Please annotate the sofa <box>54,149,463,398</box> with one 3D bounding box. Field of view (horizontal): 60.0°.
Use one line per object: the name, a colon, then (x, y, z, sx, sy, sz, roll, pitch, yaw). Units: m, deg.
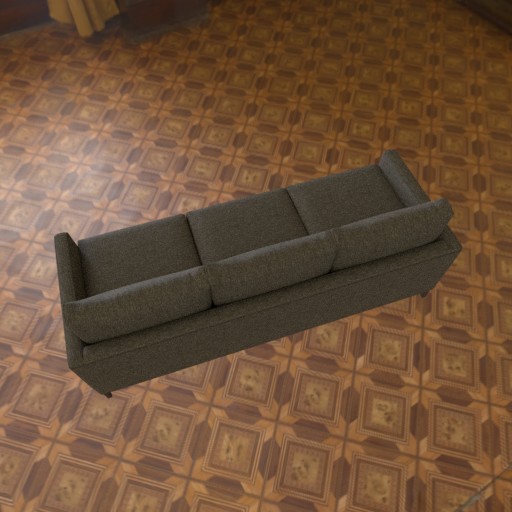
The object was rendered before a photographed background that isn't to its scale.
sofa: (0.000, 0.000, 2.719, 2.253, 0.879, 0.876, -16, 59, -10)
